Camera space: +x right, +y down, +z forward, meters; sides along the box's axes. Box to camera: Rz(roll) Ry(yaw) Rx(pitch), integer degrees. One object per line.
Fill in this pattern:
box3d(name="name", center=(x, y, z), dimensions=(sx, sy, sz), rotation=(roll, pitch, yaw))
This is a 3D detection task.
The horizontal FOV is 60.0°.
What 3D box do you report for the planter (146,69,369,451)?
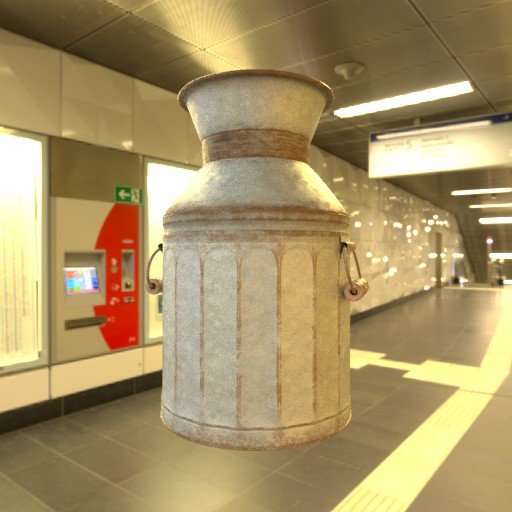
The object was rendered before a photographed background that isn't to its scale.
box3d(name="planter", center=(0.000, 0.000, 0.510), dimensions=(0.248, 0.358, 0.215), rotation=(0, 0, 18))
